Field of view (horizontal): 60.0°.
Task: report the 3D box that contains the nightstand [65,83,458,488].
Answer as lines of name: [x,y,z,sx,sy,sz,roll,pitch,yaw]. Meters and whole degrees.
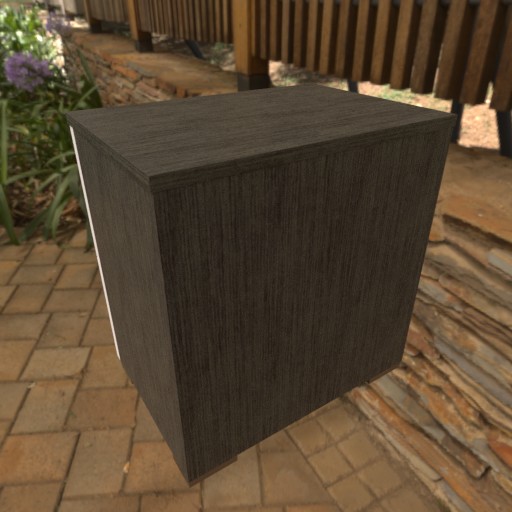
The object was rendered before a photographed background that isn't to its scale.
nightstand: [0.000,0.000,0.729,0.441,0.460,0.325,-18,35,-28]
